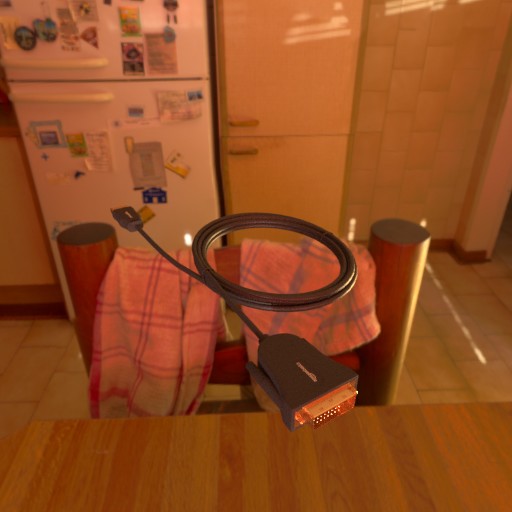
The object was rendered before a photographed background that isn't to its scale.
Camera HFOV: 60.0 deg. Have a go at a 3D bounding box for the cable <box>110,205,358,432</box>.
[{"bbox_3d":[0.000,0.000,0.328,0.136,0.015,0.281,-18,34,-28],"label":"cable"}]
